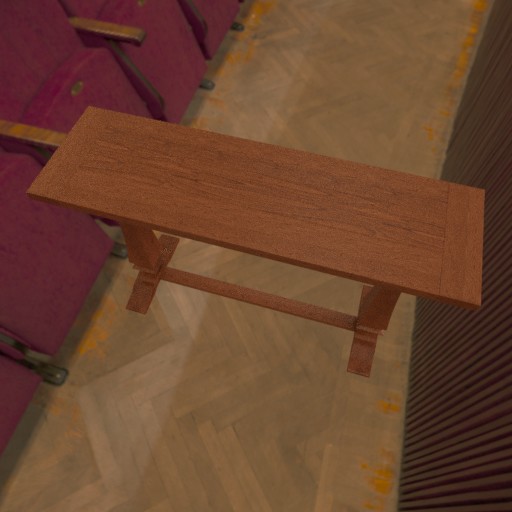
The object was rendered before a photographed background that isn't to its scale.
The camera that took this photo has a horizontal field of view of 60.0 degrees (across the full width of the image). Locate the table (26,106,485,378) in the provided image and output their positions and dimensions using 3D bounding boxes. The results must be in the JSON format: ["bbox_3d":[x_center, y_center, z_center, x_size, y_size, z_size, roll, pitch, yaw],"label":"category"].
[{"bbox_3d":[0.000,0.000,1.856,1.478,0.852,0.461,14,60,8],"label":"table"}]
